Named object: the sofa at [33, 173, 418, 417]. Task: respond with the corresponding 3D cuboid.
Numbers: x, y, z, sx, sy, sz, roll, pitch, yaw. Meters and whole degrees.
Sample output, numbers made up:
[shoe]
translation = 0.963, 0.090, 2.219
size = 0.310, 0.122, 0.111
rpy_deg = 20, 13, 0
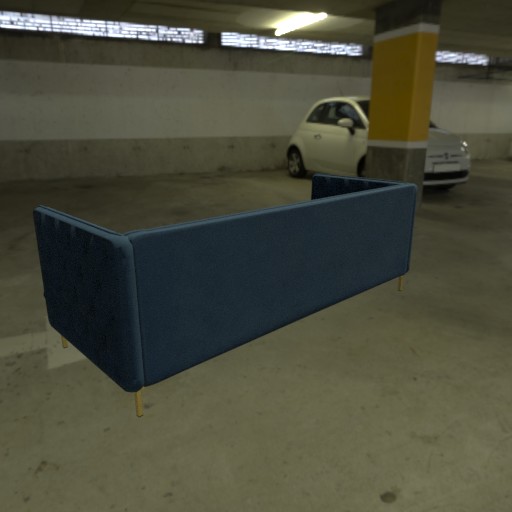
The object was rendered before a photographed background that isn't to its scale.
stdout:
[sofa]
translation = 0.000, 0.000, 2.649
size = 2.209, 0.771, 0.895
rpy_deg = -15, 22, -41
